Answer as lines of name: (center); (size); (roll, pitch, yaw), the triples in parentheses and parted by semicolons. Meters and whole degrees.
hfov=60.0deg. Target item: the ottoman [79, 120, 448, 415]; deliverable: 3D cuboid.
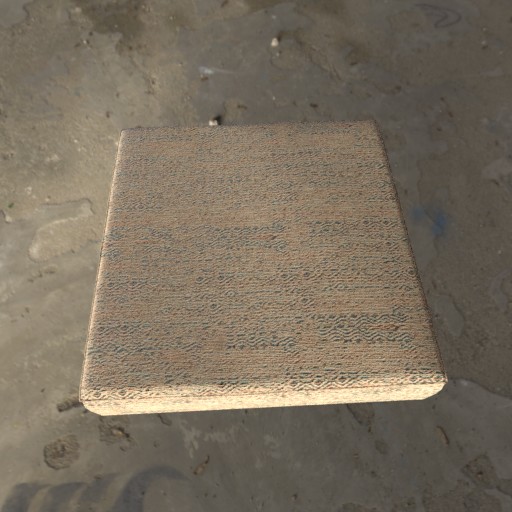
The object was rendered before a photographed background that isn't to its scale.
ottoman: (0.000, 0.000, 1.519); (0.968, 0.356, 1.004); (-2, 59, -1)
